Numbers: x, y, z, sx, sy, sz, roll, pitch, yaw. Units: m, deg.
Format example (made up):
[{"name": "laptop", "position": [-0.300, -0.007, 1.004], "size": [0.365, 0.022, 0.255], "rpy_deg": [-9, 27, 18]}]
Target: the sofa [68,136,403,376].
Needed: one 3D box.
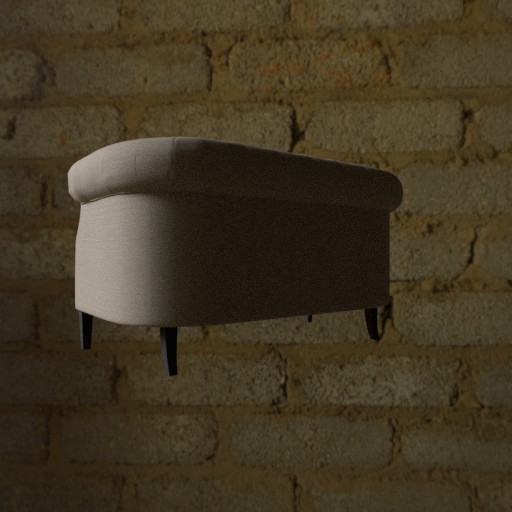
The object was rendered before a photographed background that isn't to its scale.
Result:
[{"name": "sofa", "position": [0.000, 0.000, 2.073], "size": [1.558, 0.827, 0.835], "rpy_deg": [0, 0, -36]}]
